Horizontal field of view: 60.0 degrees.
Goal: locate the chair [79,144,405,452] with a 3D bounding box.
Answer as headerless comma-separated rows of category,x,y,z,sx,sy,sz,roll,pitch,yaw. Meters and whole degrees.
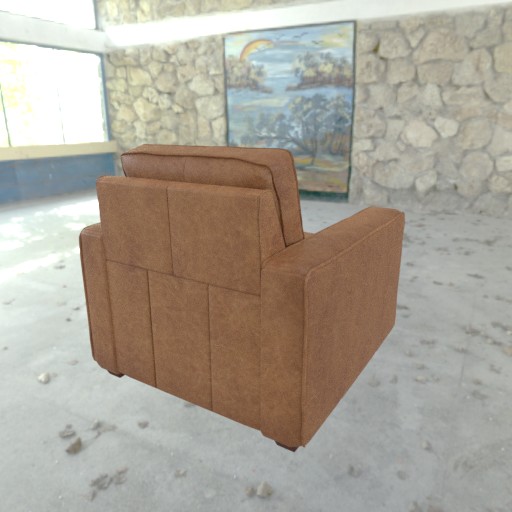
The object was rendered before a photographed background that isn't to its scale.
chair,0.000,0.000,1.807,0.987,0.901,1.027,9,19,28
